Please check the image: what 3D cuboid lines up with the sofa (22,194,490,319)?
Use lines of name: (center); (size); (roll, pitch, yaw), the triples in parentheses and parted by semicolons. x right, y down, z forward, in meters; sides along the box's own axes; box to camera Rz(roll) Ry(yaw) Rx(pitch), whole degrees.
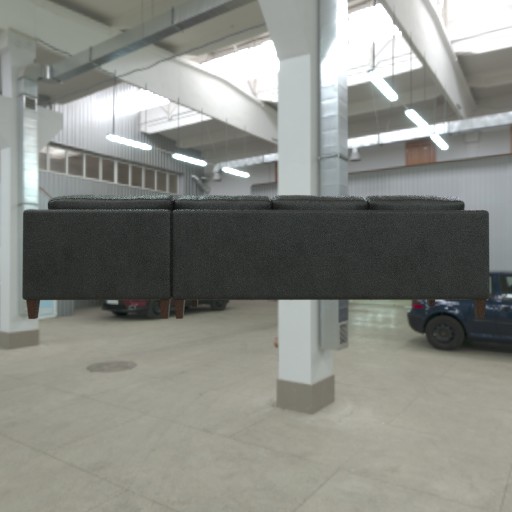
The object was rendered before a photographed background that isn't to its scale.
sofa: (0.000, 0.000, 3.810); (3.203, 0.883, 1.581); (0, -1, -1)
